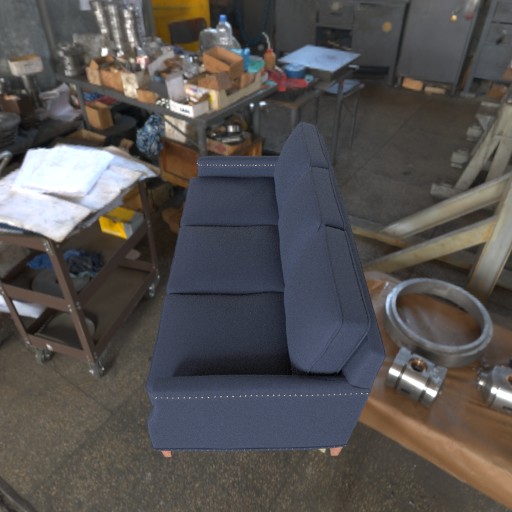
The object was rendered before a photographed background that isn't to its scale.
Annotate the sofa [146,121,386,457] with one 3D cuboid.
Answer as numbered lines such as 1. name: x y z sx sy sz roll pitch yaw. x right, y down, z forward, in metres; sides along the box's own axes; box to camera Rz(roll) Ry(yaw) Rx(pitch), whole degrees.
1. sofa: 0.000 0.000 2.874 1.084 1.003 2.246 0 40 0
